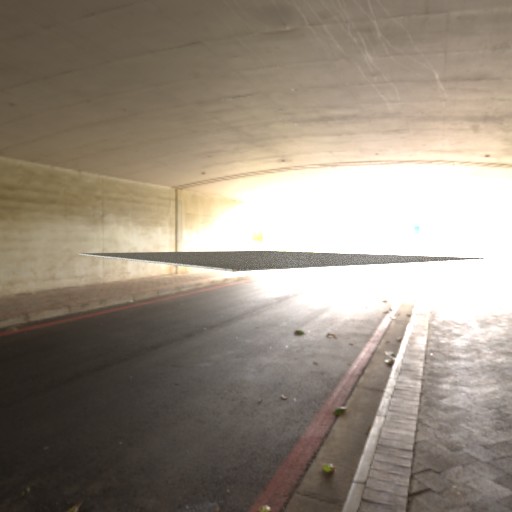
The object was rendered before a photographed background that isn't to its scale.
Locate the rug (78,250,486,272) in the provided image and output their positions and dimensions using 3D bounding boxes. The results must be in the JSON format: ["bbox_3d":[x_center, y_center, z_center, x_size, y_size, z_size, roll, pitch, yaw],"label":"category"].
[{"bbox_3d":[0.000,0.000,4.129,2.447,0.014,3.061,-2,3,-35],"label":"rug"}]
